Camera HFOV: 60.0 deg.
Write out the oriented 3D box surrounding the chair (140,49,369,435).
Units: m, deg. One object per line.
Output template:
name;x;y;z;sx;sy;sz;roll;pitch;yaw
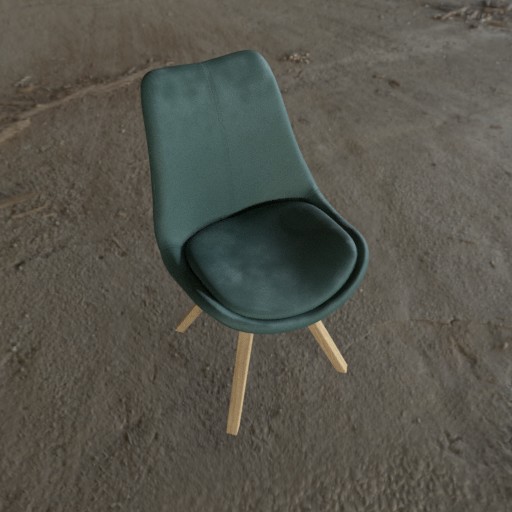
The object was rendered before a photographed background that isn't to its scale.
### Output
chair;0.000;0.000;1.187;0.483;0.865;0.547;-22;49;-21
